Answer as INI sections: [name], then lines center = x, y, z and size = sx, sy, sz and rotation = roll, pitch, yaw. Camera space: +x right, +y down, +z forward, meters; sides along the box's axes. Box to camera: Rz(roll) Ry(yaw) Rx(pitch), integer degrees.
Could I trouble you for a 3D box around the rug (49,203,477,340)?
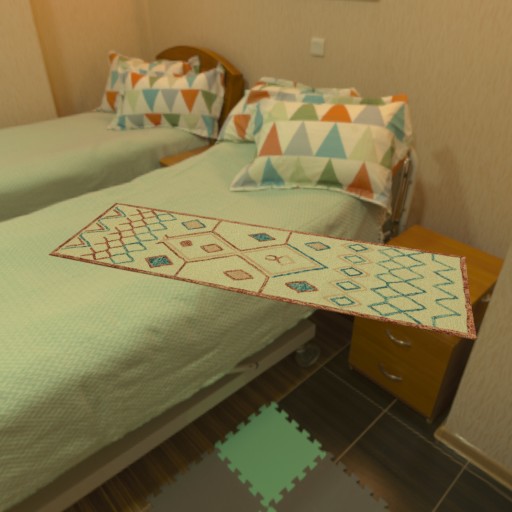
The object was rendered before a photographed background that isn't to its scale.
[rug]
center = 0.000, 0.000, 2.706
size = 2.435, 0.011, 0.750
rotation = 10, 34, 15
